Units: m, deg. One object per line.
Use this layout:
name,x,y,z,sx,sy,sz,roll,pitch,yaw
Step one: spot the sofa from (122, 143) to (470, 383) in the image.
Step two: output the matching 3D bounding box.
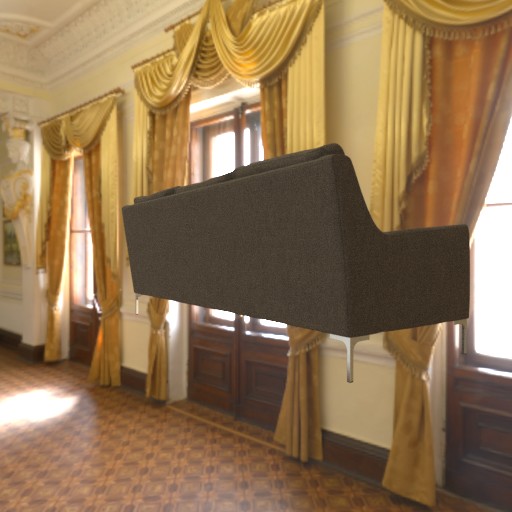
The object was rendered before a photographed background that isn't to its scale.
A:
sofa,0.000,0.000,2.495,0.849,0.837,2.060,0,1,-36
